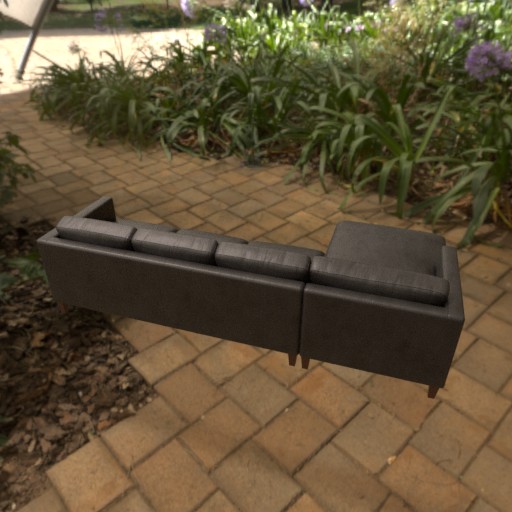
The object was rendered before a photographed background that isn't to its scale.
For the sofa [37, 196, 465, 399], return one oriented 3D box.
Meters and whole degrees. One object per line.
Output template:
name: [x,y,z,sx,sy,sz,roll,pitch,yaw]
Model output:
sofa: [0.000,0.000,3.913,3.203,0.883,1.581,10,33,15]
